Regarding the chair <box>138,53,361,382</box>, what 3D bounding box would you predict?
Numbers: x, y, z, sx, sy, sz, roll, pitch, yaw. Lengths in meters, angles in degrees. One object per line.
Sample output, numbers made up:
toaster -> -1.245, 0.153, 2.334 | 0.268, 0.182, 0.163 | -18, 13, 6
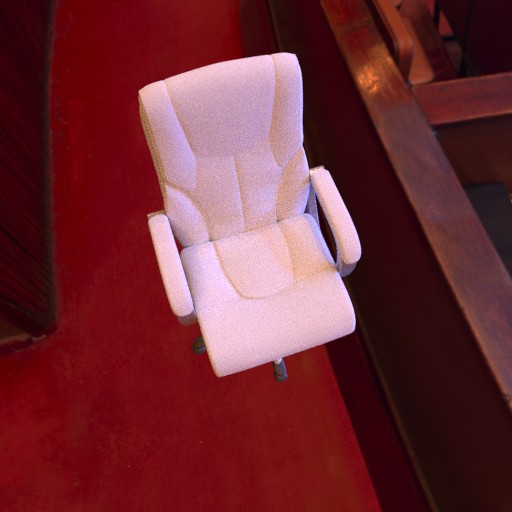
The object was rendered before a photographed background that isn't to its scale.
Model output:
chair -> 0.000, 0.000, 1.607 | 0.687, 1.120, 0.738 | -17, 66, -8
